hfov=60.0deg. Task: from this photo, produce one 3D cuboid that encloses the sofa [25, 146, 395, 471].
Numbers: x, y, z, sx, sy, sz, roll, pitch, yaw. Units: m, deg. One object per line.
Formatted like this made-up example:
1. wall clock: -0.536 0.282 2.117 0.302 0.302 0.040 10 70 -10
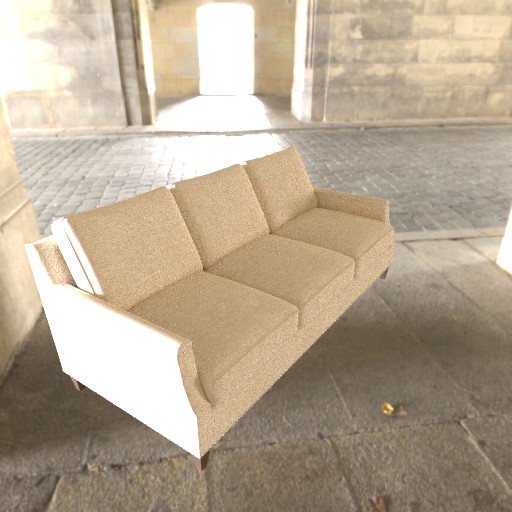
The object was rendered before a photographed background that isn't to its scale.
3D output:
1. sofa: 0.000 0.000 2.714 1.041 0.940 2.210 17 30 32
